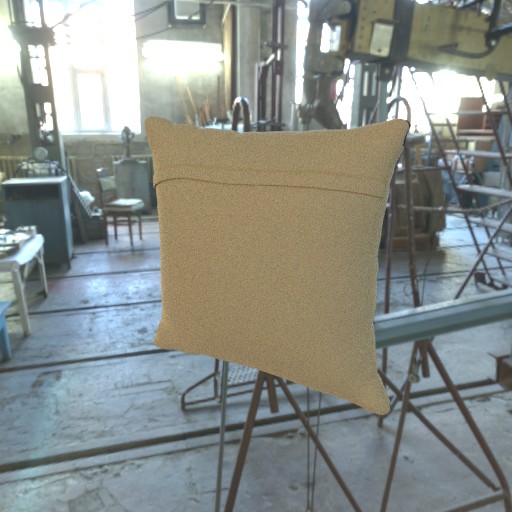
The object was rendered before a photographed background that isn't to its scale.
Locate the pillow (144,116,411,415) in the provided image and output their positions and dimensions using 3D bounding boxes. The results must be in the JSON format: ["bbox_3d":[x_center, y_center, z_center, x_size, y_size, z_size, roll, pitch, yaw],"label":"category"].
[{"bbox_3d":[0.000,0.000,0.832,0.536,0.506,0.229,9,18,28],"label":"pillow"}]
